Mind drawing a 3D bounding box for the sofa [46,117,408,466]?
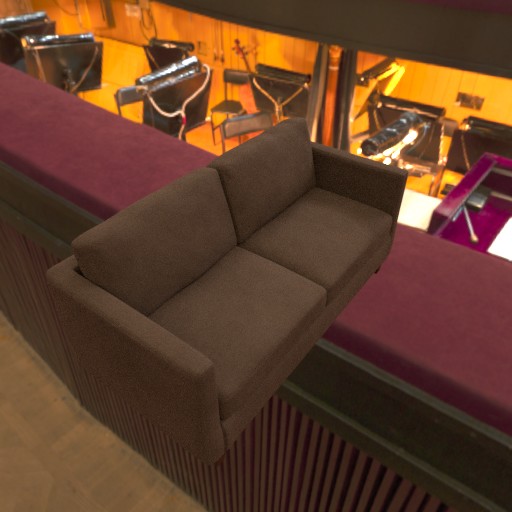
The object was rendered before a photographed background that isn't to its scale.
[{"bbox_3d":[0.000,0.000,2.453,0.950,0.963,1.884,25,45,28],"label":"sofa"}]
